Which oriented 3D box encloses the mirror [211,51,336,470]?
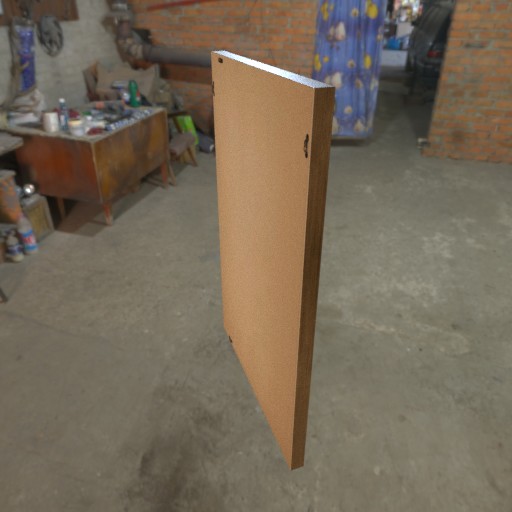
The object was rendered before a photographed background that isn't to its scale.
[{"bbox_3d":[0.000,0.000,1.145,0.041,0.915,0.609,-10,31,-17],"label":"mirror"}]
